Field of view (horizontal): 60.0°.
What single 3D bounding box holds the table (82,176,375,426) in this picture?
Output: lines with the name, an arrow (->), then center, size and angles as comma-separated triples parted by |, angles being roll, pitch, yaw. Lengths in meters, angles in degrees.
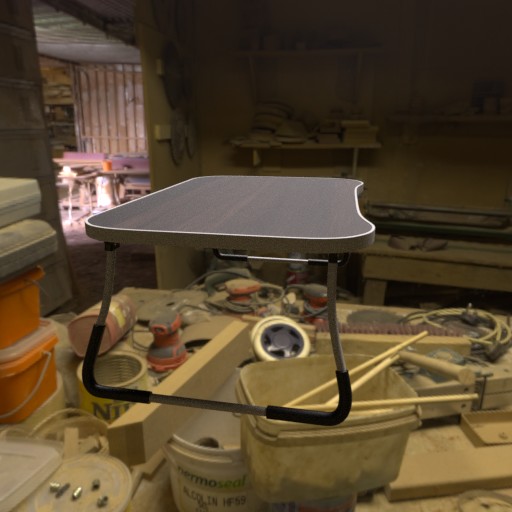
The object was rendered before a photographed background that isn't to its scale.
table -> 0.000, 0.000, 0.850 | 0.400, 0.232, 0.660 | 3, 17, 11
